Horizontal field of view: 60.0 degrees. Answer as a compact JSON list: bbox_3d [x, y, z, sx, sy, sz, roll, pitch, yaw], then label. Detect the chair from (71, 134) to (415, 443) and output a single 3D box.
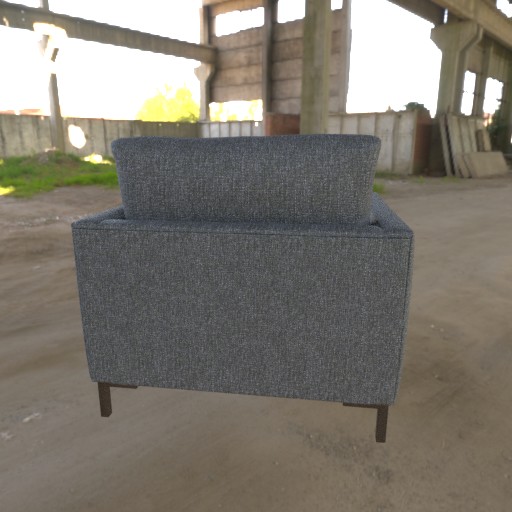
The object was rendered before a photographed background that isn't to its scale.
[{"bbox_3d":[0.000,0.000,1.629,0.963,0.861,0.866,2,15,8],"label":"chair"}]
